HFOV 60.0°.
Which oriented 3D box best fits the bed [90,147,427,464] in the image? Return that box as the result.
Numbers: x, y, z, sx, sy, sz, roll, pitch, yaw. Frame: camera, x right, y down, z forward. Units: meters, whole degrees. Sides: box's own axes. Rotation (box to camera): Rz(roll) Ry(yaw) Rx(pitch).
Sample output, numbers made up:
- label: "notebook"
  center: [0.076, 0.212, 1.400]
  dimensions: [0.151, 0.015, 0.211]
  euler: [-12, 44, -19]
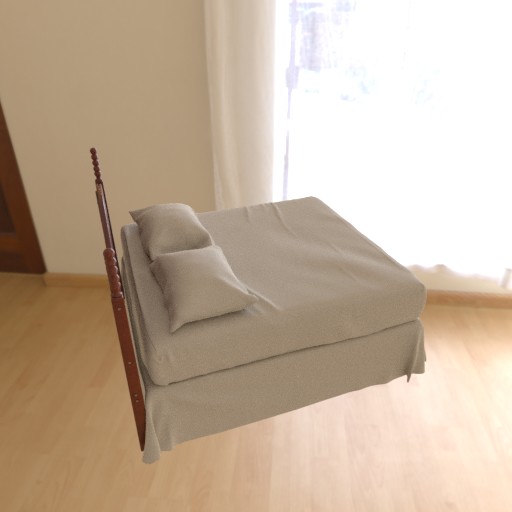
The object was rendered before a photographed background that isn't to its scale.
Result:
- label: "bed"
  center: [0.000, 0.000, 3.235]
  dimensions: [2.040, 1.356, 1.873]
  euler: [-10, 32, -17]
